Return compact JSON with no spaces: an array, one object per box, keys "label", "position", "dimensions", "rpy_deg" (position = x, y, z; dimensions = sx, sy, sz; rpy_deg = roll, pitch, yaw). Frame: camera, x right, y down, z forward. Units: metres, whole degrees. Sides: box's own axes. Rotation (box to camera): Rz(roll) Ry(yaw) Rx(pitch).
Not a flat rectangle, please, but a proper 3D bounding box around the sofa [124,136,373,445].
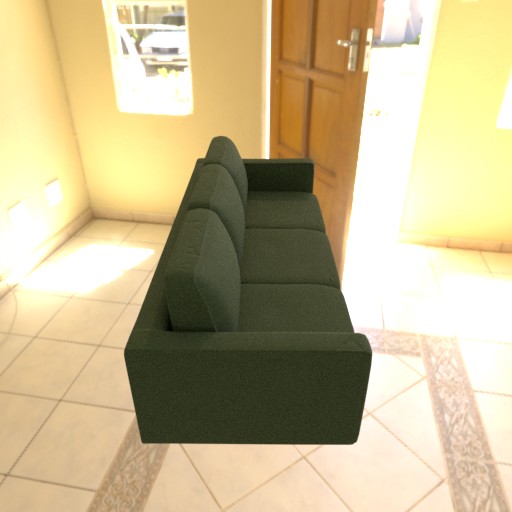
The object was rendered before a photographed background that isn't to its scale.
[{"label":"sofa","position":[0.000,0.000,2.470],"dimensions":[0.879,0.899,2.029],"rpy_deg":[0,31,0]}]
